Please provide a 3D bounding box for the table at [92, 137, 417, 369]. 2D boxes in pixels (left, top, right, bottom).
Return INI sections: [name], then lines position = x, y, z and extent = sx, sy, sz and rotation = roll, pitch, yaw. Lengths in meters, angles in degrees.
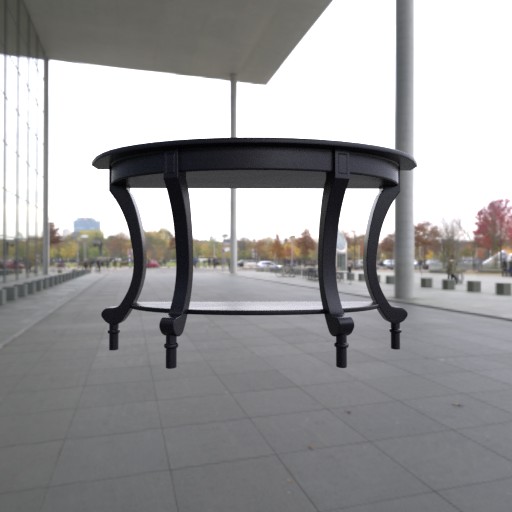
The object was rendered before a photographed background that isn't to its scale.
[table]
position = 0.000, 0.000, 1.490
extent = 1.198, 0.692, 0.394
rotation = 0, 0, -1
